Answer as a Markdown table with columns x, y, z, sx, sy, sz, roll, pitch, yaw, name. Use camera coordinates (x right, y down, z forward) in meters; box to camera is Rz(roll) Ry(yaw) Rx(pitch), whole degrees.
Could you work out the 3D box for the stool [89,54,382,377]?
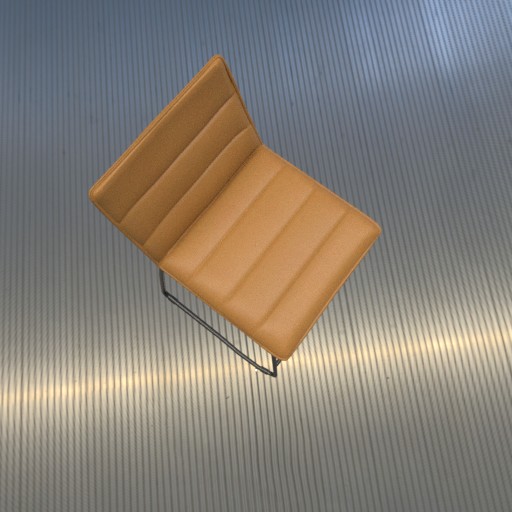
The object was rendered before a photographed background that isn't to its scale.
| x | y | z | sx | sy | sz | roll | pitch | yaw | name |
| --- | --- | --- | --- | --- | --- | --- | --- | --- | --- |
| 0.000 | 0.000 | 1.247 | 0.524 | 0.936 | 0.489 | 37 | 78 | 9 | stool |
